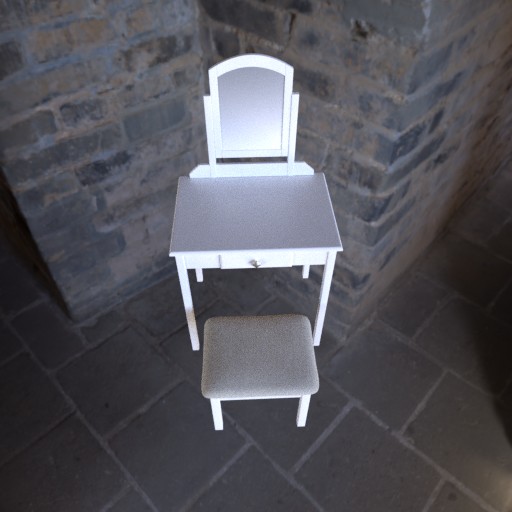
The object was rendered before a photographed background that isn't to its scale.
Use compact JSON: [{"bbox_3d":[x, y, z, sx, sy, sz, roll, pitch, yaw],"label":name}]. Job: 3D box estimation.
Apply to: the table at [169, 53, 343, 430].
[{"bbox_3d":[0.000,0.000,2.337,0.876,1.631,1.211,-2,46,-2],"label":"table"}]
